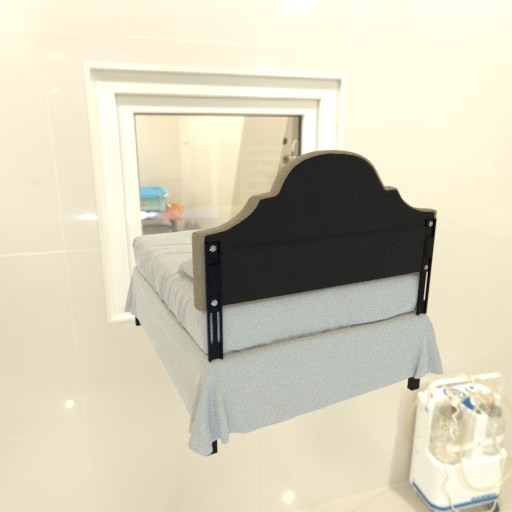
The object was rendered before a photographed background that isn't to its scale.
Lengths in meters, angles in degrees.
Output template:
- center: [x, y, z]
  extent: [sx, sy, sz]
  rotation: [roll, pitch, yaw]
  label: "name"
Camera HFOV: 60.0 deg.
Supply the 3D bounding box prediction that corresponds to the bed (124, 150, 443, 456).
- center: [0.000, 0.000, 3.400]
  extent: [1.780, 1.634, 2.222]
  rotation: [-7, 17, -25]
  label: "bed"
